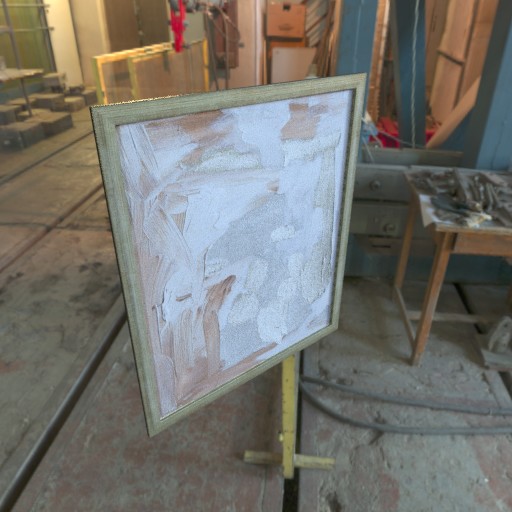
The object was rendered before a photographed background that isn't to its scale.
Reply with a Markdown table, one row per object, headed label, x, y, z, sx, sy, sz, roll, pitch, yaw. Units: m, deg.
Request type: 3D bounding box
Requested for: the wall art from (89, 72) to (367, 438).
| label | x | y | z | sx | sy | sz | roll | pitch | yaw |
| --- | --- | --- | --- | --- | --- | --- | --- | --- | --- |
| wall art | 0.000 | 0.000 | 0.772 | 0.483 | 0.559 | 0.009 | -21 | 36 | -33 |
